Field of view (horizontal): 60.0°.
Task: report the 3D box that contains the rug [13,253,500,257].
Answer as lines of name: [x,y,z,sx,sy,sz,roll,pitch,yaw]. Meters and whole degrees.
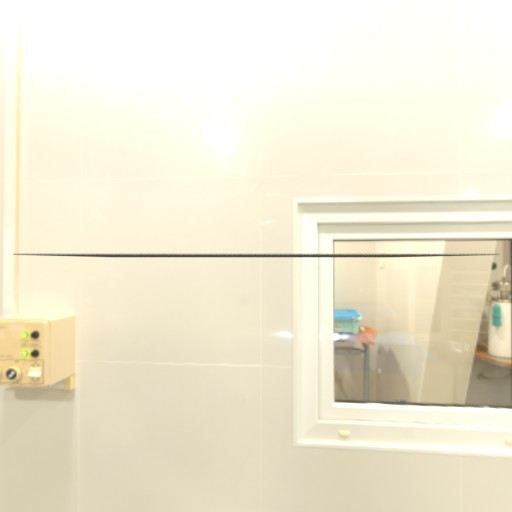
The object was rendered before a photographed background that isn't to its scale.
rug: [0.000,0.000,2.265,1.827,0.005,1.229,0,-1,-1]
